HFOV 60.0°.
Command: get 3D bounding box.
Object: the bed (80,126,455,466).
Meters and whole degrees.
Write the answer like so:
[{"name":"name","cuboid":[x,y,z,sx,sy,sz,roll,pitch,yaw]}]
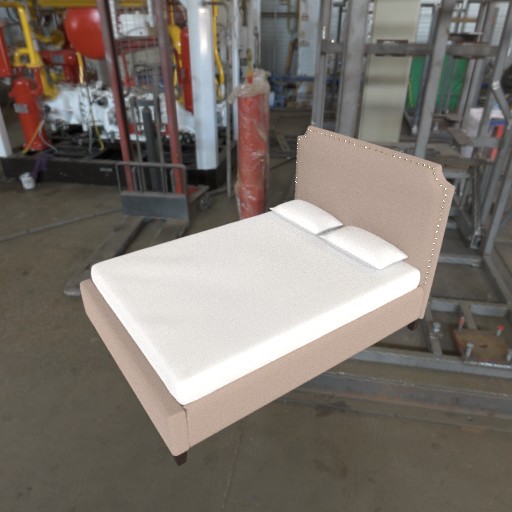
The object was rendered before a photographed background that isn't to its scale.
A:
[{"name":"bed","cuboid":[0.000,0.000,3.495,2.372,1.443,1.713,-19,35,-30]}]
